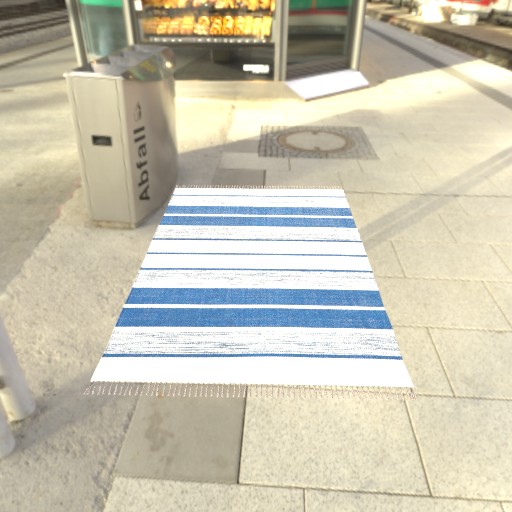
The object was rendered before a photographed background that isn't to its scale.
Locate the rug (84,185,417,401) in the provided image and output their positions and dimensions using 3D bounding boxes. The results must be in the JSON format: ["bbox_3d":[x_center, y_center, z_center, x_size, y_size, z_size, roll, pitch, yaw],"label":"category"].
[{"bbox_3d":[0.000,0.000,3.059,1.532,0.010,2.441,1,32,1],"label":"rug"}]
